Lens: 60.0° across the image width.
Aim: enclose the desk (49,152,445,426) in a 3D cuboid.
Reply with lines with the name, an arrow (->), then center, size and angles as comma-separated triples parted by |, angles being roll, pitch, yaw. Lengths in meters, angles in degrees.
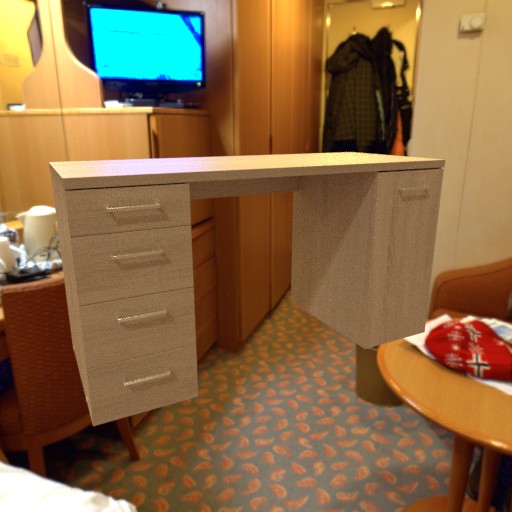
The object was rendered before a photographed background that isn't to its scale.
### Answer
desk -> 0.000, 0.000, 1.763 | 1.390, 0.740, 0.600 | -8, 18, -26
